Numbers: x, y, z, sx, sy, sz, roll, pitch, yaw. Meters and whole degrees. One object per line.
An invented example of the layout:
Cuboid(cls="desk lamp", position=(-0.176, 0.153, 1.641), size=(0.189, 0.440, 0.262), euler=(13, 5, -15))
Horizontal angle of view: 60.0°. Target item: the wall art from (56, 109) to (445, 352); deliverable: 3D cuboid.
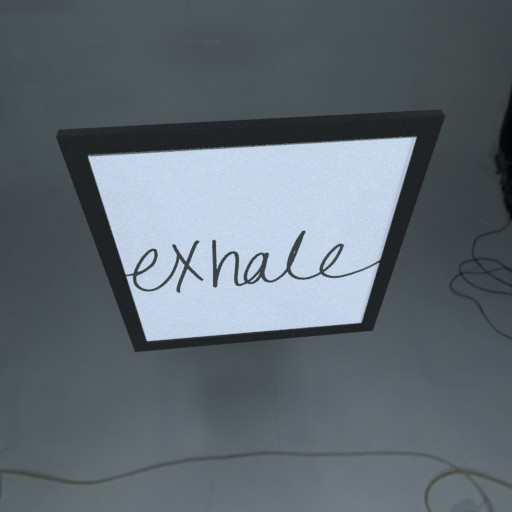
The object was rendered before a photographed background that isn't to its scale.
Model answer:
Cuboid(cls="wall art", position=(0.000, 0.000, 0.538), size=(0.358, 0.357, 0.012), euler=(-4, 46, -4))
